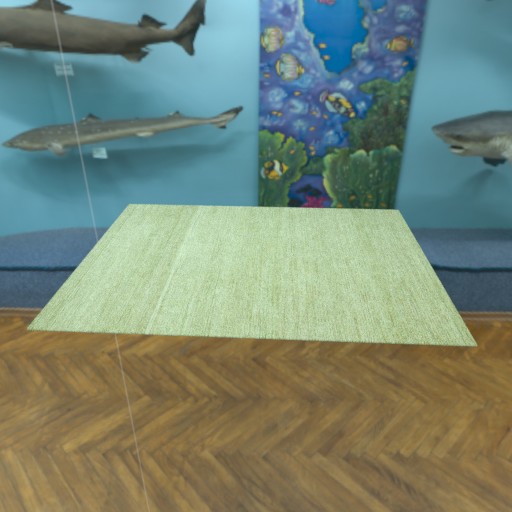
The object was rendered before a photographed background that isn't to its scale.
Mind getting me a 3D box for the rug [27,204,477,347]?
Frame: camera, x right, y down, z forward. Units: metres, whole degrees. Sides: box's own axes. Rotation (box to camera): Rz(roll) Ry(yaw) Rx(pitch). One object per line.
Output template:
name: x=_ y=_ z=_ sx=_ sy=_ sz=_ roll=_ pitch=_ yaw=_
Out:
rug: x=0.000 y=0.000 z=4.196 sx=3.198 sy=0.016 sz=2.425 roll=2 pitch=29 yaw=3
